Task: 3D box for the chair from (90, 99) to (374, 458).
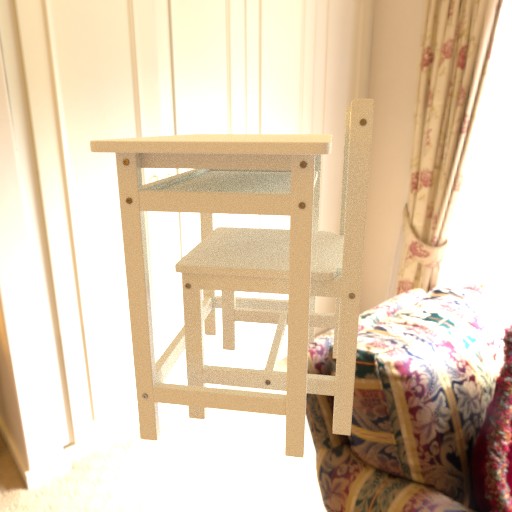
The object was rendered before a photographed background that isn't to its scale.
[{"bbox_3d":[0.000,0.000,1.039,0.461,0.673,0.599,3,17,9],"label":"chair"}]
